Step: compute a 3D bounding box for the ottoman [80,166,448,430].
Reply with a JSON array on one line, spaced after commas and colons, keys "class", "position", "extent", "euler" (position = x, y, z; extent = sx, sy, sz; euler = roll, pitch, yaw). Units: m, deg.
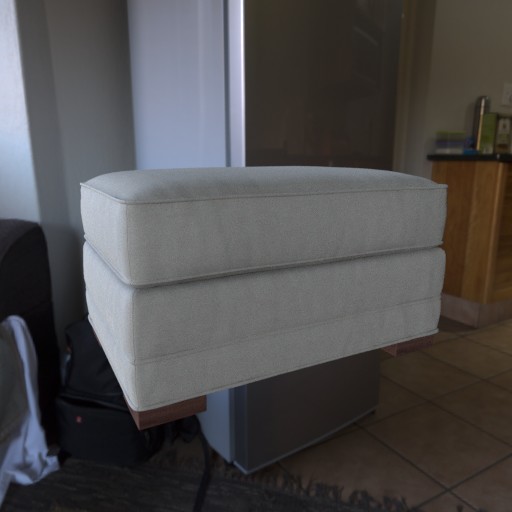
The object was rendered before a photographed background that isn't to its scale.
[{"class": "ottoman", "position": [0.000, 0.000, 1.223], "extent": [0.848, 0.482, 0.611], "euler": [-7, 15, -27]}]
